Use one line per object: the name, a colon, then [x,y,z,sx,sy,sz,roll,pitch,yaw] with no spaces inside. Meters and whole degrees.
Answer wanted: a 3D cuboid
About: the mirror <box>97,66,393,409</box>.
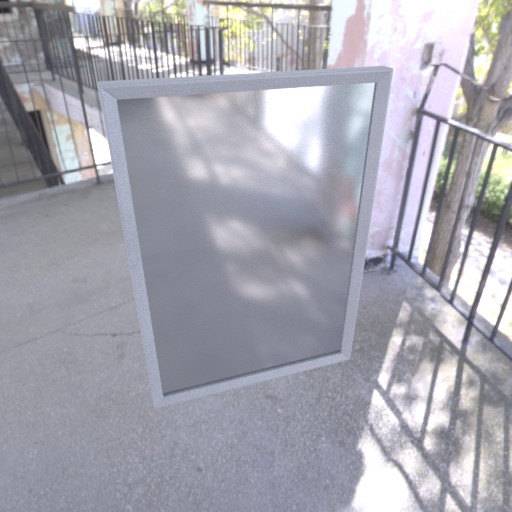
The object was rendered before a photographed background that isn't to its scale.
mirror: [0.000,0.000,0.925,0.507,0.710,0.039,-10,33,-16]
